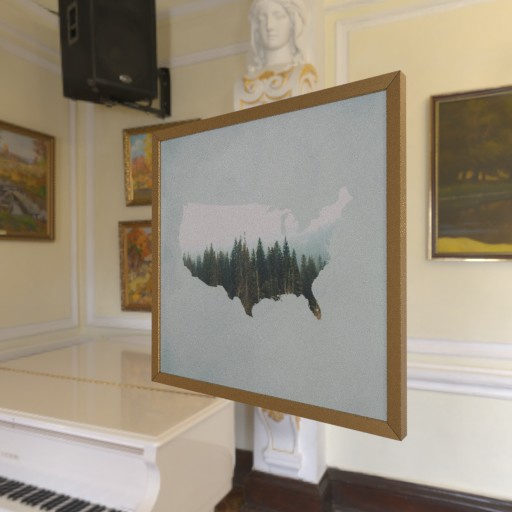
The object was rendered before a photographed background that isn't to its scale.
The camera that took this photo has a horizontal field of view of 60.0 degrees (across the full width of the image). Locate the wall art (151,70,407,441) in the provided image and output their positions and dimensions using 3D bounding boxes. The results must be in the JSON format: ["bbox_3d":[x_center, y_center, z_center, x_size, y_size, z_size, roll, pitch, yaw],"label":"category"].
[{"bbox_3d":[0.000,0.000,1.148,0.762,0.762,0.038,0,-1,36],"label":"wall art"}]
